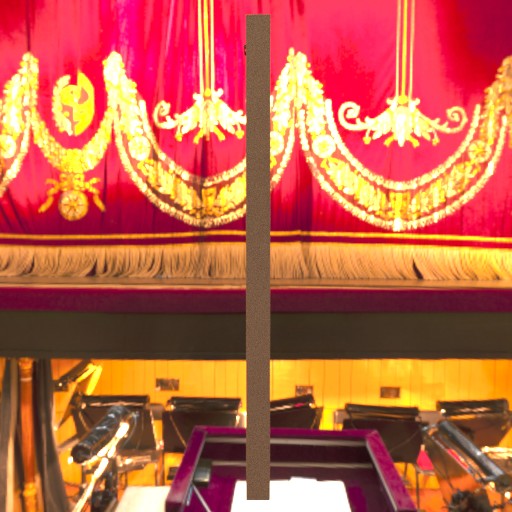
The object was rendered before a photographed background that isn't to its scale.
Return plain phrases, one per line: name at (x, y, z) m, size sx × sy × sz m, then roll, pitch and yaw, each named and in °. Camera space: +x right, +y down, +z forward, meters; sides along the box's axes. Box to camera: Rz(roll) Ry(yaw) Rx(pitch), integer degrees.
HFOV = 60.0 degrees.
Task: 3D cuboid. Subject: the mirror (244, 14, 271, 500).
mirror at (0.000, 0.000, 0.900) m, size 0.040 × 0.710 × 0.507 m, roll 0°, pitch 2°, yaw 0°
